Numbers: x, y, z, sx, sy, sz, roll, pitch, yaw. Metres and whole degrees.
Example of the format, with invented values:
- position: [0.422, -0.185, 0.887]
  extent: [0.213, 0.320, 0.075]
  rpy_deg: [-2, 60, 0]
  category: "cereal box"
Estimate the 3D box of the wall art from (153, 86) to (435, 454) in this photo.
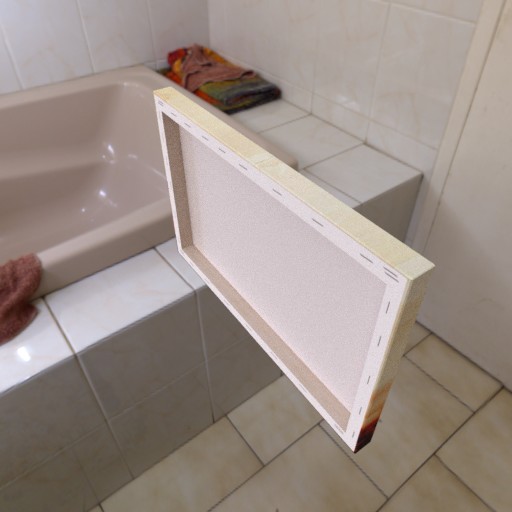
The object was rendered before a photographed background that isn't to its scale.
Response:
- position: [0.000, 0.000, 0.785]
  extent: [0.040, 0.402, 0.613]
  rpy_deg: [-25, 48, -26]
  category: "wall art"
